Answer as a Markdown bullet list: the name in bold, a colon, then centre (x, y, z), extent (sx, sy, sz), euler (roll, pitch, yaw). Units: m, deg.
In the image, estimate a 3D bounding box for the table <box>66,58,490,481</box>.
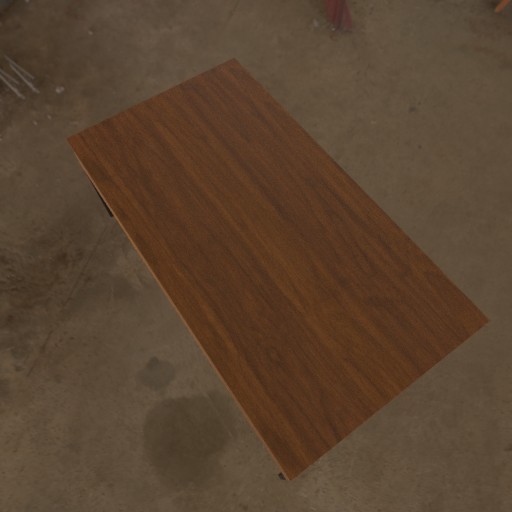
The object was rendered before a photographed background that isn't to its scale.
- **table**: centre (0.000, 0.000, 1.322), extent (0.574, 0.414, 1.057), euler (-32, 68, -15)
